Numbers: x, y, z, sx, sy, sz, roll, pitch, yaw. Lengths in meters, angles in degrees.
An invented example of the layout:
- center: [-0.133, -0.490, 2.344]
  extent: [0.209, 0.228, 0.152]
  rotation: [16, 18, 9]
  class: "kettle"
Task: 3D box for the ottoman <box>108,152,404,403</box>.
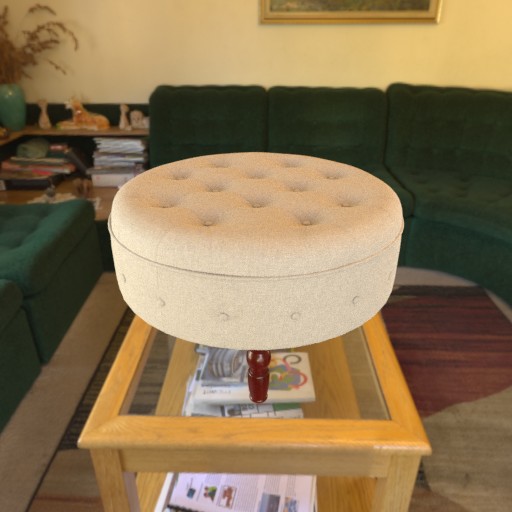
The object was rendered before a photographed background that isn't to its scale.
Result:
- center: [0.000, 0.000, 1.401]
  extent: [0.849, 0.478, 0.849]
  rotation: [0, 27, 0]
  class: "ottoman"
